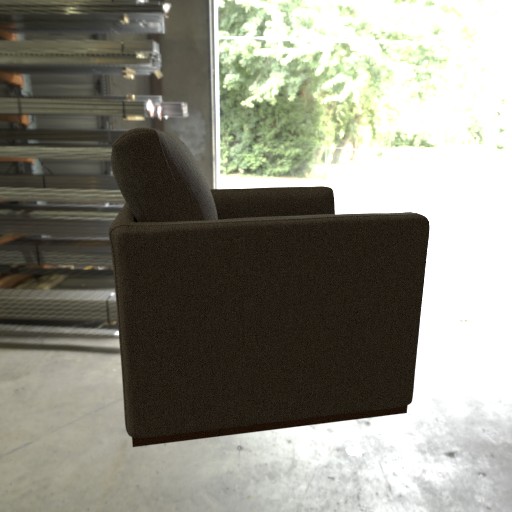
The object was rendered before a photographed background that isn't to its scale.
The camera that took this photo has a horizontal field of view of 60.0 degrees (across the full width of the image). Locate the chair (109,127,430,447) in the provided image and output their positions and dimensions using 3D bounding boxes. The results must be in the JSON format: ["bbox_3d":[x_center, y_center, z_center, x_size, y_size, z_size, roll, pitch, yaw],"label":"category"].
[{"bbox_3d":[0.000,0.000,1.477,0.834,0.811,0.763,-3,15,-11],"label":"chair"}]
